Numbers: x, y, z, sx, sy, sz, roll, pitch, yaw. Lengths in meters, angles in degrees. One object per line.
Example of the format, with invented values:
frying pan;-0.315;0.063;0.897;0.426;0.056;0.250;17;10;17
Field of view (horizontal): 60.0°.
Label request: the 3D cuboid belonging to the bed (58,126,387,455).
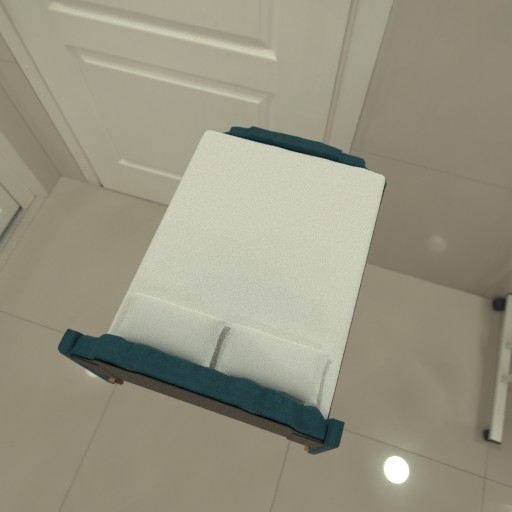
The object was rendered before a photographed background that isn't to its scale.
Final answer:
bed;0.000;0.000;3.347;1.676;1.351;2.322;16;65;8
